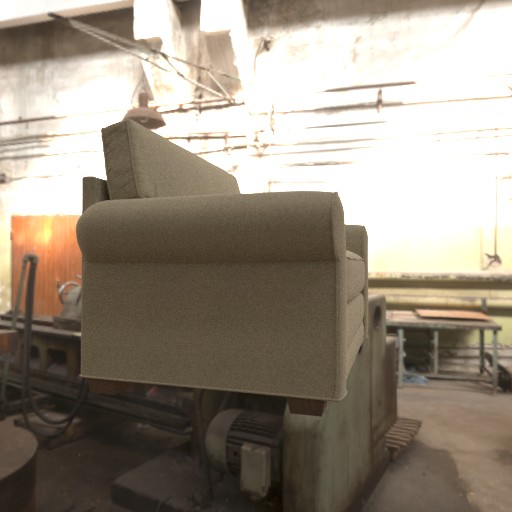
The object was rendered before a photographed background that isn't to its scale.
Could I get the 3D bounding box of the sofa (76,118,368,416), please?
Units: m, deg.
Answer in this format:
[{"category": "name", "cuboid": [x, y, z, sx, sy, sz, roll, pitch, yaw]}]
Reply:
[{"category": "sofa", "cuboid": [0.000, 0.000, 2.039, 0.936, 0.991, 1.405, 0, -1, 18]}]
